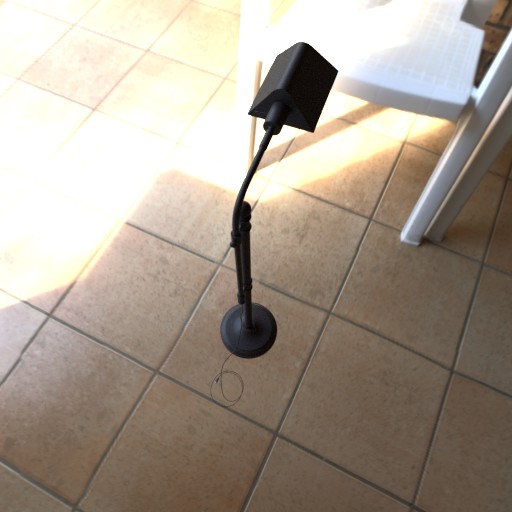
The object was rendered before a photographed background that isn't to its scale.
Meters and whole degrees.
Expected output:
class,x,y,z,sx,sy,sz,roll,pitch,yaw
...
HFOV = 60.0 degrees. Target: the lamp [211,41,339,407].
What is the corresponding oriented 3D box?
class,x,y,z,sx,sy,sz,roll,pitch,yaw
lamp,0.000,0.000,0.948,0.159,0.708,0.545,18,65,9
